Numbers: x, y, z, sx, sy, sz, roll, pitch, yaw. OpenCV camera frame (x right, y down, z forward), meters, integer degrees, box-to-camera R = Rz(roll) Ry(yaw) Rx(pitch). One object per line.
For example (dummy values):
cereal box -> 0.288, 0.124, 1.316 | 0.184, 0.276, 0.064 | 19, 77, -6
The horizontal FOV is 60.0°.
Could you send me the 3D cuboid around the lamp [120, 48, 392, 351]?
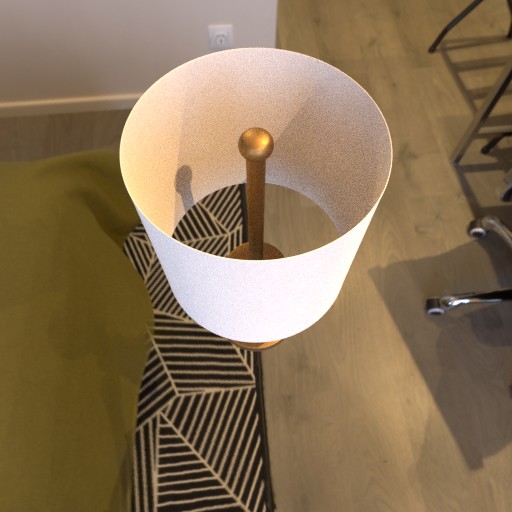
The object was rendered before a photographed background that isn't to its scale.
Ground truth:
lamp -> 0.000, 0.000, 0.523 | 0.210, 0.410, 0.210 | -33, 68, -15
